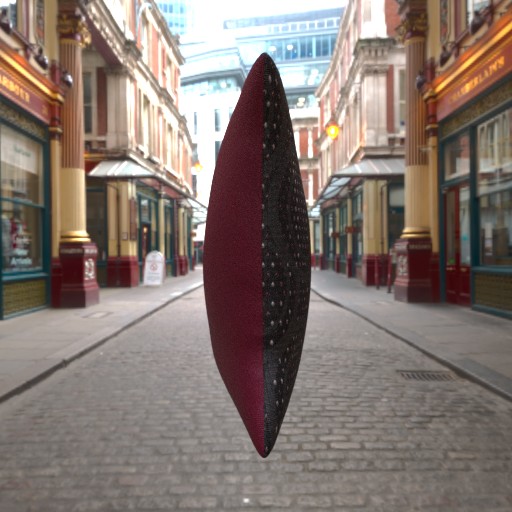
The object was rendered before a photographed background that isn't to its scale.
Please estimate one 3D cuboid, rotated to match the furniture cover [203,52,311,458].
[{"bbox_3d":[0.000,0.000,0.820,0.193,0.509,0.552,0,0,-2],"label":"furniture cover"}]
